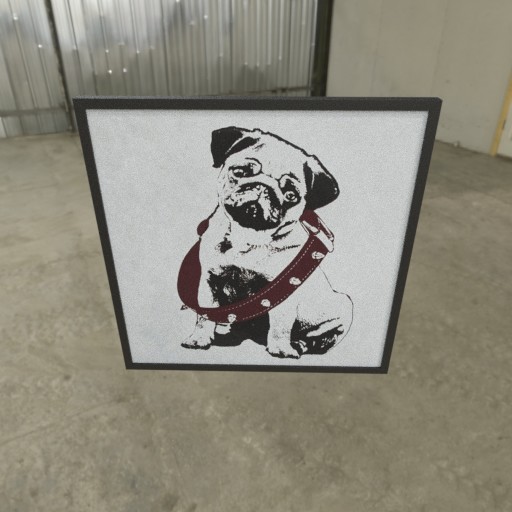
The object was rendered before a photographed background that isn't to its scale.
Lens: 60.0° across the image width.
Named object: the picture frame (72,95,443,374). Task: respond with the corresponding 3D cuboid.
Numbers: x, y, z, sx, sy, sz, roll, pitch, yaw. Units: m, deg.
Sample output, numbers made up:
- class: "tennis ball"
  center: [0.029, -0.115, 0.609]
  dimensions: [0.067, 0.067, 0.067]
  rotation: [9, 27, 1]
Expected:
- class: "picture frame"
  center: [0.000, 0.000, 1.133]
  dimensions: [0.775, 0.775, 0.032]
  rotation: [1, 30, 1]
